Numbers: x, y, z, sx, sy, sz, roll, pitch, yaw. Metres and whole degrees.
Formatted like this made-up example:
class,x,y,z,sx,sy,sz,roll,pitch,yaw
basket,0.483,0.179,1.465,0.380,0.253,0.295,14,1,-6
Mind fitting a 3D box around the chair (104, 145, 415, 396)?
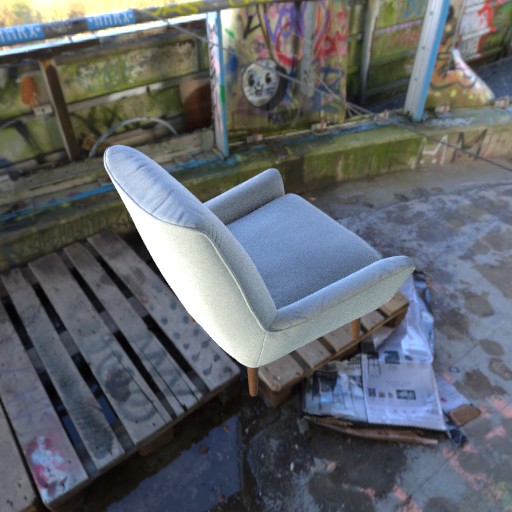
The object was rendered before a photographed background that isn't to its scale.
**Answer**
class,x,y,z,sx,sy,sz,roll,pitch,yaw
chair,0.000,0.000,1.580,0.822,0.888,0.787,-26,48,-26
